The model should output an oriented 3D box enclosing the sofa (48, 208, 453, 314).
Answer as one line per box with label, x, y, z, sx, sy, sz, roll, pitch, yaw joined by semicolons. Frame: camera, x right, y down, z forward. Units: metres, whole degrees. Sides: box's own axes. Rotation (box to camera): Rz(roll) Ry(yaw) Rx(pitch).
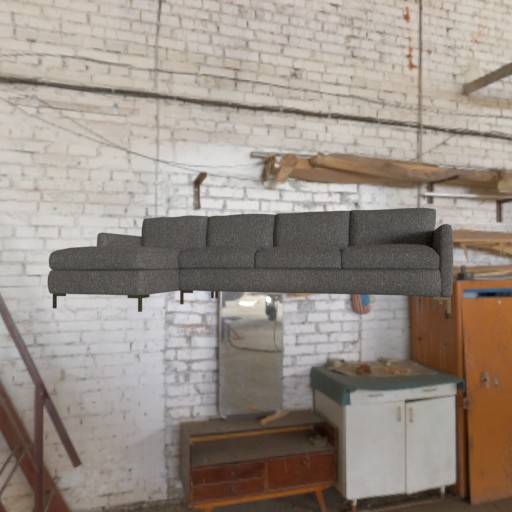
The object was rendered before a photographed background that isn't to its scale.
sofa;0.000;0.000;3.553;2.932;0.810;1.350;0;-1;18
